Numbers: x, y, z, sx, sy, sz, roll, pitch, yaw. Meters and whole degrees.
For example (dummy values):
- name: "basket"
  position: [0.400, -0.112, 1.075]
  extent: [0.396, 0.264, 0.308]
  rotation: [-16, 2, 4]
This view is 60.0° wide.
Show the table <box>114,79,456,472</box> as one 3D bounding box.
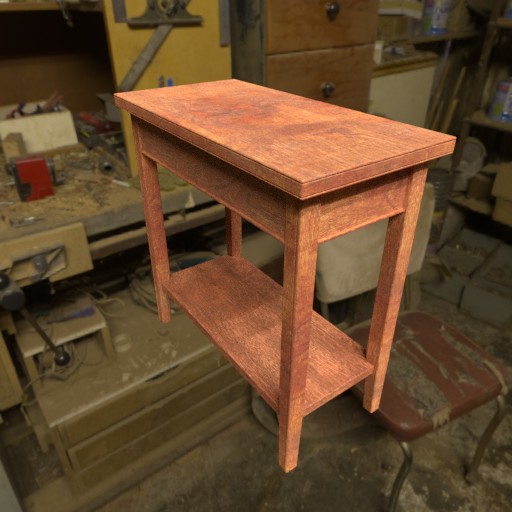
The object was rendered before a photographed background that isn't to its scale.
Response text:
- name: "table"
  position: [0.000, 0.000, 0.957]
  extent: [0.305, 0.610, 0.610]
  rotation: [-20, 37, -30]
